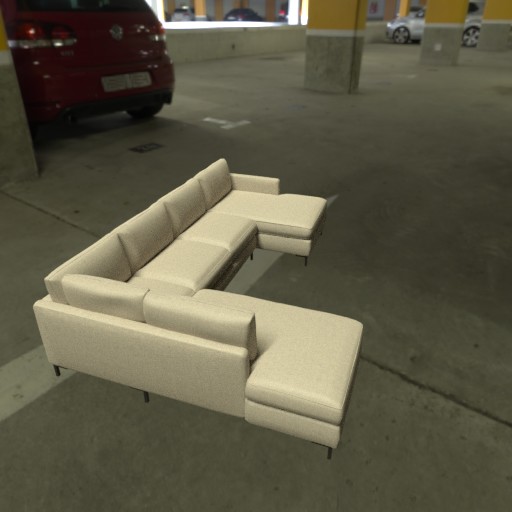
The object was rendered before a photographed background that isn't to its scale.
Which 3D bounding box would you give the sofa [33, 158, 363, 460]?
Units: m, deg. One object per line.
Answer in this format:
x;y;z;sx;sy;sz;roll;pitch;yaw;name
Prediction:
0.000;0.000;3.535;1.879;0.756;2.737;10;30;17;sofa
